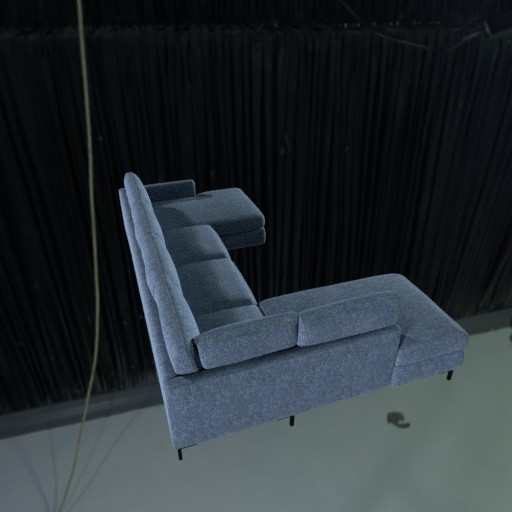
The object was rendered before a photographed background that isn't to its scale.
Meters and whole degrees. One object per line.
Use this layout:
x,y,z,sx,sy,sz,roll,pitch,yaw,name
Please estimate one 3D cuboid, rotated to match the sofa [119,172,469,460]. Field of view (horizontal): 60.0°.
0.000,0.000,3.564,1.879,0.756,2.737,-10,33,-17,sofa
